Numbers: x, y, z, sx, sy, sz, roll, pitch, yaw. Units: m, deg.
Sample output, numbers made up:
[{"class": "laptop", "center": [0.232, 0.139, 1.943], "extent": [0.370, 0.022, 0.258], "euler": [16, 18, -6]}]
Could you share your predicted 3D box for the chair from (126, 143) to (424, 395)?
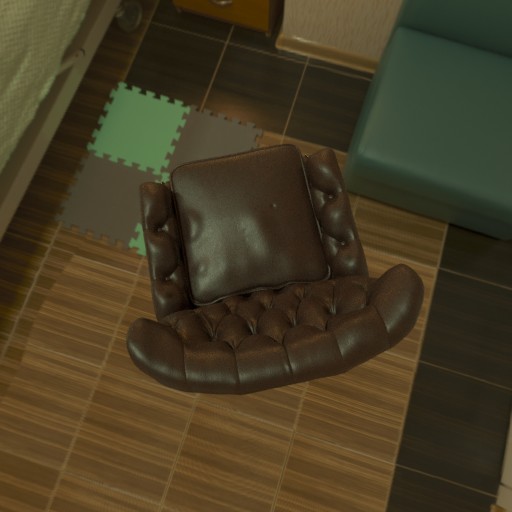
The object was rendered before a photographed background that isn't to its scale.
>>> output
[{"class": "chair", "center": [0.000, 0.000, 1.486], "extent": [0.709, 0.864, 0.823], "euler": [-11, 76, -3]}]
